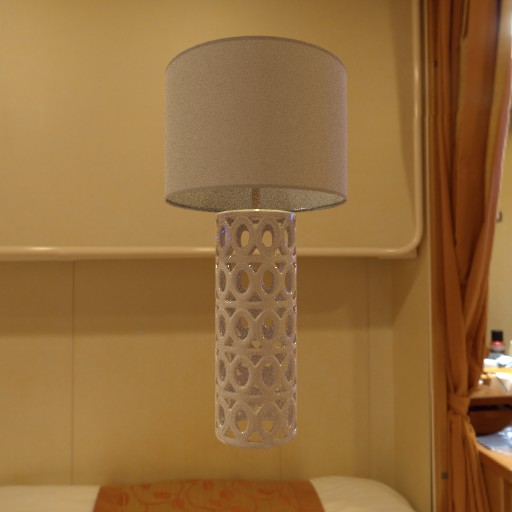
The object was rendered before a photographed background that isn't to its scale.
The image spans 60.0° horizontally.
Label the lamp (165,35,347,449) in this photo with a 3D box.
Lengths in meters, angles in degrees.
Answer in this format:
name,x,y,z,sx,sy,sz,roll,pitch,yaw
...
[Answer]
name,x,y,z,sx,sy,sz,roll,pitch,yaw
lamp,0.000,0.000,0.802,0.325,0.636,0.324,-1,-2,37
